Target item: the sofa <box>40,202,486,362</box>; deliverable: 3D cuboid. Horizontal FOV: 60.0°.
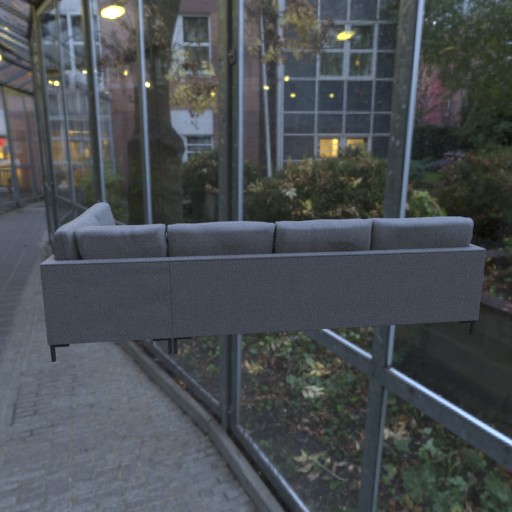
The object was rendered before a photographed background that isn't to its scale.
[{"bbox_3d":[0.000,0.000,4.269,3.331,0.964,2.077,-2,14,-8],"label":"sofa"}]
